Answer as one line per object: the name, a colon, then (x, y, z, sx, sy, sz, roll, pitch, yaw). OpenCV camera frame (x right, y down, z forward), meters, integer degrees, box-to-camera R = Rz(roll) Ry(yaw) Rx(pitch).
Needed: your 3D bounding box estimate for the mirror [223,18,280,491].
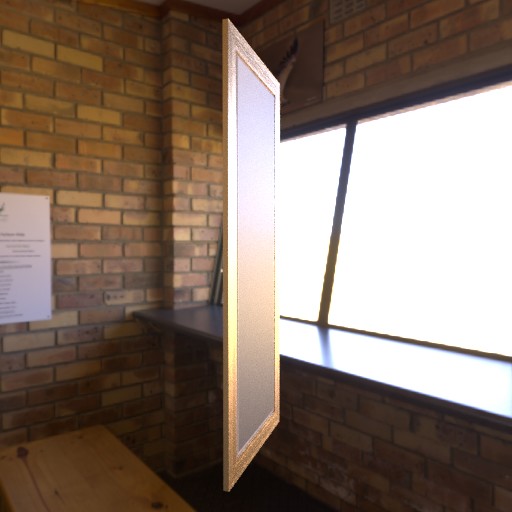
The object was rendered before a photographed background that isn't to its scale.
mirror: (0.000, 0.000, 2.292, 0.025, 2.031, 0.812, 1, 2, 19)
